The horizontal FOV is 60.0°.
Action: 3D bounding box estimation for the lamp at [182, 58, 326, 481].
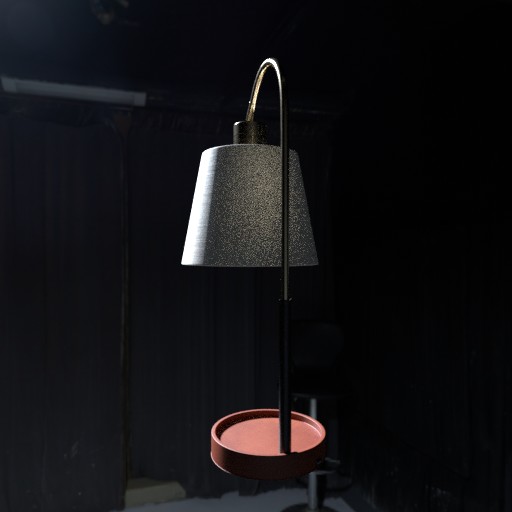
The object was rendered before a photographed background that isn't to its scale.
[{"bbox_3d":[0.000,0.000,0.661,0.211,0.536,0.273,0,1,-17],"label":"lamp"}]
